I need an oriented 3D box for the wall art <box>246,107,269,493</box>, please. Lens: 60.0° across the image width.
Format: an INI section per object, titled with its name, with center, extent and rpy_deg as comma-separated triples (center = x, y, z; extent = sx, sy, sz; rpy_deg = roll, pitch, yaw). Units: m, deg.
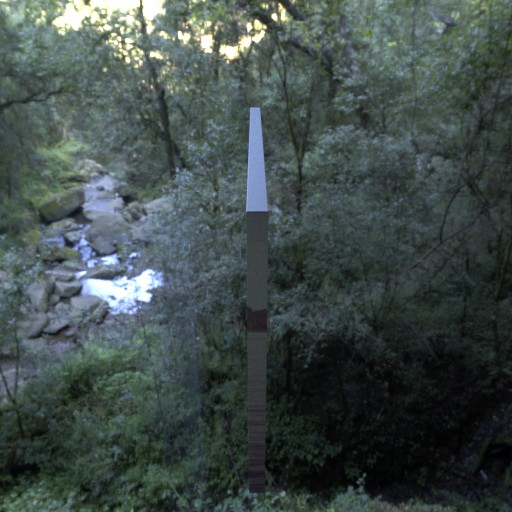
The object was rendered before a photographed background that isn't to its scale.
[wall art]
center = 0.000, 0.000, 1.462
extent = 0.040, 0.765, 1.149
rpy_deg = 0, 27, 0
